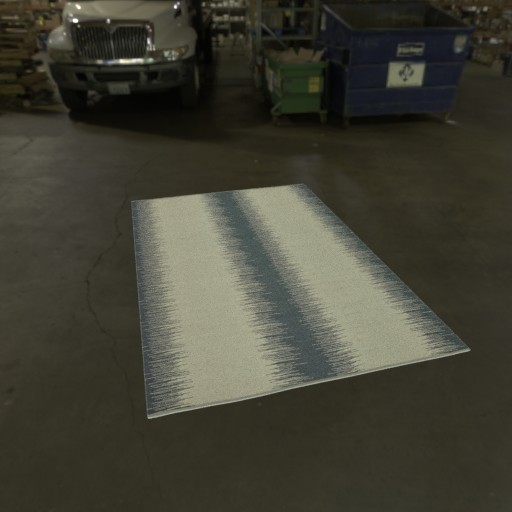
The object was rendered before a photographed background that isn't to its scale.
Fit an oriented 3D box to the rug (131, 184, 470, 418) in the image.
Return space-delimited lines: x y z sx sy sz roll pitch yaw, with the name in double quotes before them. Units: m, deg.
"rug" 0.000 0.000 2.352 1.234 0.006 1.854 -8 31 -13
